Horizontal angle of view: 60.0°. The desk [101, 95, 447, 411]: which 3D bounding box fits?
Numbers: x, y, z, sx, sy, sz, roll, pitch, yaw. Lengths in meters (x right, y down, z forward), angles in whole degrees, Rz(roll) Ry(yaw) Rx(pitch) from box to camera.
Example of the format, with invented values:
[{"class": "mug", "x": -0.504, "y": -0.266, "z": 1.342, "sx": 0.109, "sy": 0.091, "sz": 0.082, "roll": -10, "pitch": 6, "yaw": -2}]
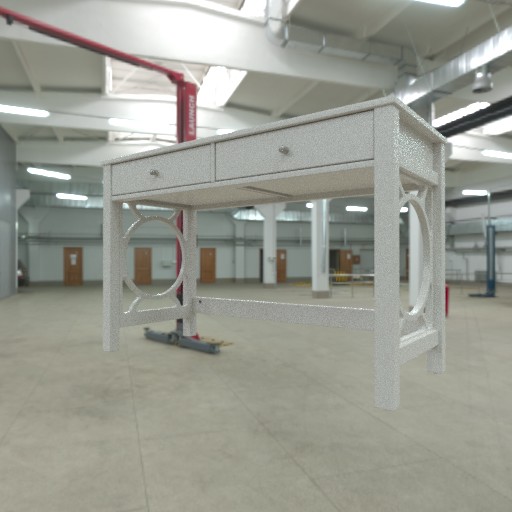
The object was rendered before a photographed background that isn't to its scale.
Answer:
[{"class": "desk", "x": 0.000, "y": 0.000, "z": 1.605, "sx": 1.191, "sy": 0.762, "sz": 0.504, "roll": 0, "pitch": 0, "yaw": 37}]
